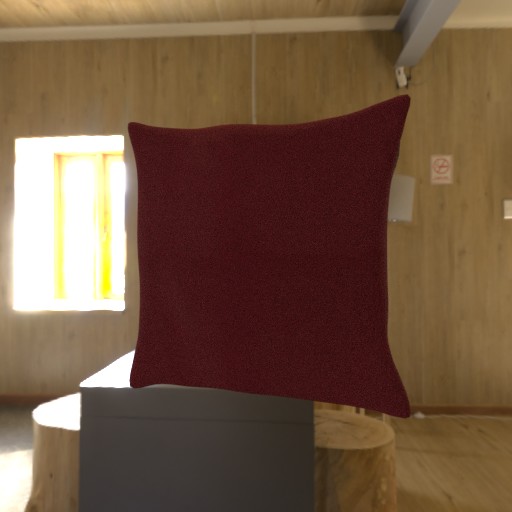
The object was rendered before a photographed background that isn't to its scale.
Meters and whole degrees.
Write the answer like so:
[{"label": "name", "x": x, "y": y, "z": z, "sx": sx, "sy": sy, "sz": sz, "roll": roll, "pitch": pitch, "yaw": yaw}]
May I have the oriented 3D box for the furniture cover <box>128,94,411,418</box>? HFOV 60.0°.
[{"label": "furniture cover", "x": 0.000, "y": 0.000, "z": 0.778, "sx": 0.514, "sy": 0.513, "sz": 0.163, "roll": 0, "pitch": 0, "yaw": 18}]
